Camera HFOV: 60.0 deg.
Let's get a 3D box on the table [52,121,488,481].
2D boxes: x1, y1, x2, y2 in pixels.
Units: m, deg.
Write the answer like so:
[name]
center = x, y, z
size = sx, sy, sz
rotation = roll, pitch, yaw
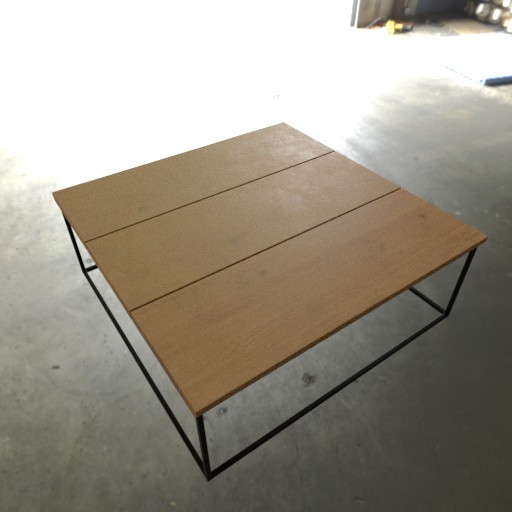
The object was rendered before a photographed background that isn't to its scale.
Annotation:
[table]
center = 0.000, 0.000, 1.691
size = 1.100, 0.400, 1.100
rotation = -25, 46, -26
